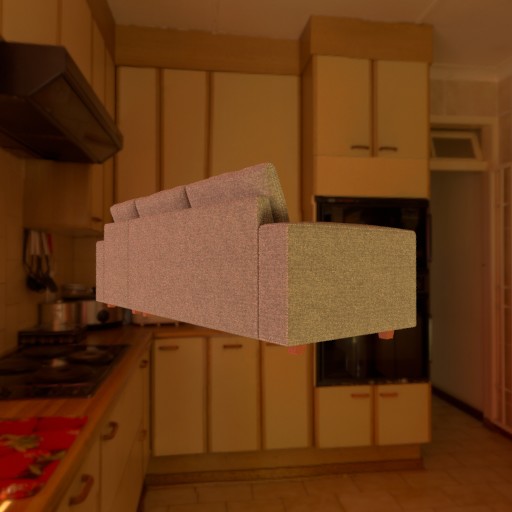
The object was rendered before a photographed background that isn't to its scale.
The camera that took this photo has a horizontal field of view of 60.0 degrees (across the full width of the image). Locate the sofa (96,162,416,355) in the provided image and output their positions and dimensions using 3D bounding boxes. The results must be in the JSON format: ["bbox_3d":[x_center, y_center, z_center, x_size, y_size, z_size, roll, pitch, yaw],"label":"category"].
[{"bbox_3d":[0.000,0.000,3.554,1.689,0.940,2.718,0,0,-37],"label":"sofa"}]
